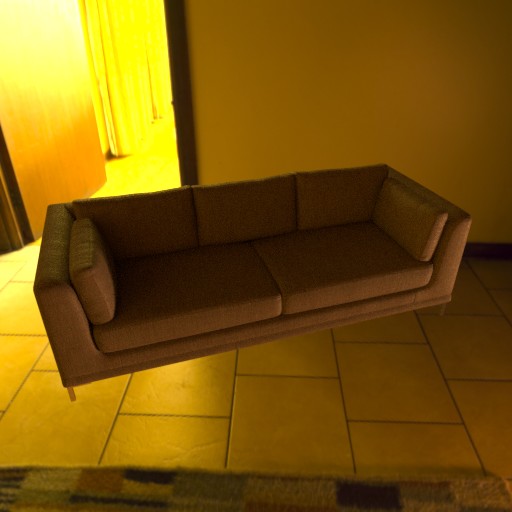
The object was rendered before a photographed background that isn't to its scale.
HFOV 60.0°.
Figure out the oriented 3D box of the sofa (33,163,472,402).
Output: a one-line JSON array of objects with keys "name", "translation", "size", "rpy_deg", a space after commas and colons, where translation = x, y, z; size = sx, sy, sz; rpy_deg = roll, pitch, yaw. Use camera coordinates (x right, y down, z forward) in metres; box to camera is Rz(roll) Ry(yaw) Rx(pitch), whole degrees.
[{"name": "sofa", "translation": [0.000, 0.000, 2.841], "size": [2.415, 0.867, 0.969], "rpy_deg": [-10, 32, -15]}]
